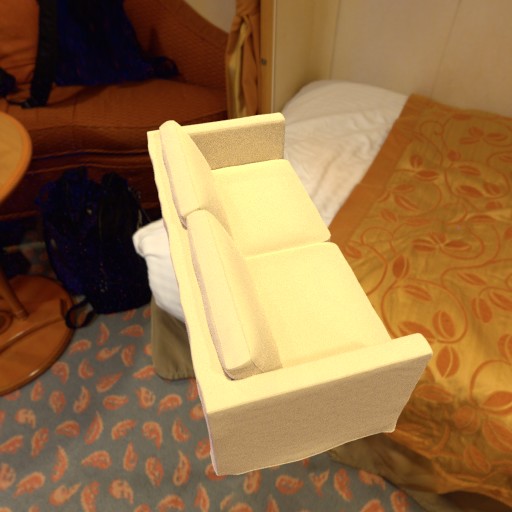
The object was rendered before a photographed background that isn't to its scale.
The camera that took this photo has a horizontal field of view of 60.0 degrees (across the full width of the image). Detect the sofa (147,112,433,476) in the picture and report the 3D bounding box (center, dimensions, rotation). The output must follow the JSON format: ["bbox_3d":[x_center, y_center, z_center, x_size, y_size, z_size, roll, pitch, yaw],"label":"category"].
[{"bbox_3d":[0.000,0.000,2.511,0.940,0.870,1.987,-12,48,-11],"label":"sofa"}]
